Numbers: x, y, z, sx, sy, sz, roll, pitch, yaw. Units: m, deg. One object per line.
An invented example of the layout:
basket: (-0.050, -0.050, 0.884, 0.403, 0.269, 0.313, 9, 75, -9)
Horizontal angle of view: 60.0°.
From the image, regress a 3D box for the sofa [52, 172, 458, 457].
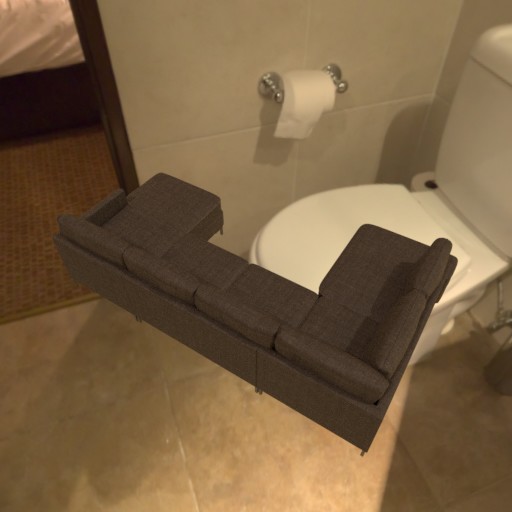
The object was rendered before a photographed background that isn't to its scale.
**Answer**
sofa: (0.000, 0.000, 4.385, 3.423, 0.999, 2.048, 25, 51, 22)
